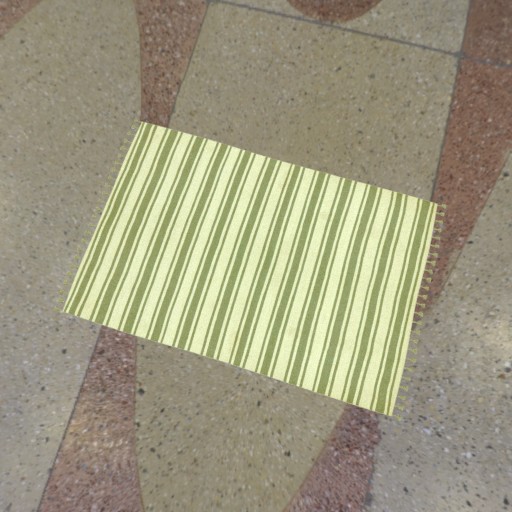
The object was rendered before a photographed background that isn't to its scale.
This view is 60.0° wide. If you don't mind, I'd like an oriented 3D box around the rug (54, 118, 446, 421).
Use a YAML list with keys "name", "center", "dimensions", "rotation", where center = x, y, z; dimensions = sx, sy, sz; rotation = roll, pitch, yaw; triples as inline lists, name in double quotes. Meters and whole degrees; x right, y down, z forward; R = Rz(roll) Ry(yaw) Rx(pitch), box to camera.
- name: "rug"
  center: [0.000, 0.000, 3.107]
  dimensions: [2.435, 0.018, 1.540]
  rotation: [17, 76, 4]
